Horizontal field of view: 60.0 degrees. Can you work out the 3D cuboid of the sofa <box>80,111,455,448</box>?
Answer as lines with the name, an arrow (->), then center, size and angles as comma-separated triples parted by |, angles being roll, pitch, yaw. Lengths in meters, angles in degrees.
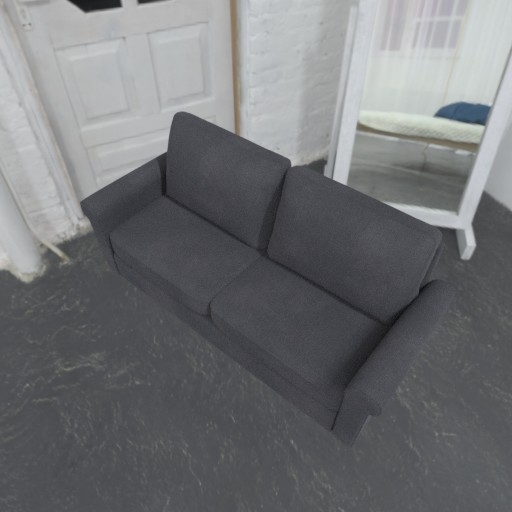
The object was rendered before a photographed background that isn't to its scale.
sofa -> 0.000, 0.000, 2.437 | 1.935, 0.942, 0.842 | 31, 55, 25
